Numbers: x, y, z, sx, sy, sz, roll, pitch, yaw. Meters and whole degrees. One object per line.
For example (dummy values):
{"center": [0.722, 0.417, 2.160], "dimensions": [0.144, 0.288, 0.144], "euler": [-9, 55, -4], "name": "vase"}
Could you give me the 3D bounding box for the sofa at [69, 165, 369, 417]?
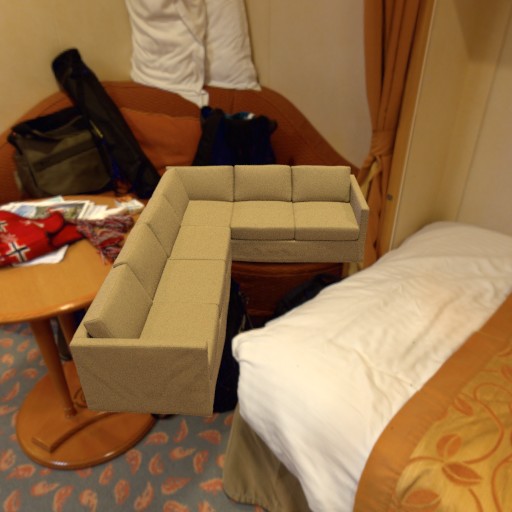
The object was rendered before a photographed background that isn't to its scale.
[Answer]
{"center": [0.000, 0.000, 4.402], "dimensions": [2.432, 0.871, 3.182], "euler": [1, 31, 1], "name": "sofa"}
